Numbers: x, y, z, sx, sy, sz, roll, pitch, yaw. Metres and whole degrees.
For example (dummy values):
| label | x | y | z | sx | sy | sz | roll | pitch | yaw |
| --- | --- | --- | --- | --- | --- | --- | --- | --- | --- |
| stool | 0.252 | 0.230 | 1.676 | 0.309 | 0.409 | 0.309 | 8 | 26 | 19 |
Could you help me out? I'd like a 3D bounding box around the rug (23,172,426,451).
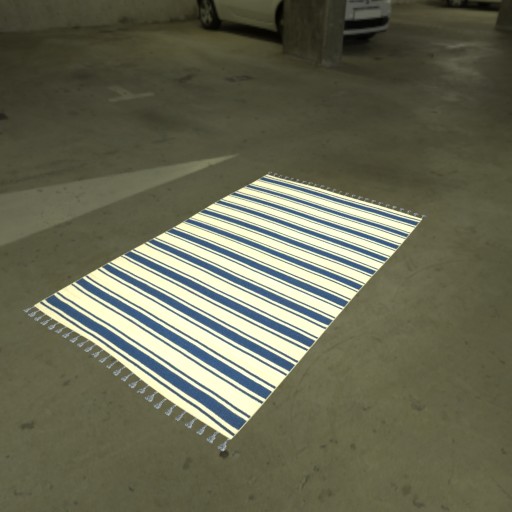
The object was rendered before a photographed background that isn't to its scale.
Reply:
| label | x | y | z | sx | sy | sz | roll | pitch | yaw |
| --- | --- | --- | --- | --- | --- | --- | --- | --- | --- |
| rug | 0.000 | 0.000 | 2.522 | 1.248 | 0.009 | 2.108 | 22 | 40 | 29 |
